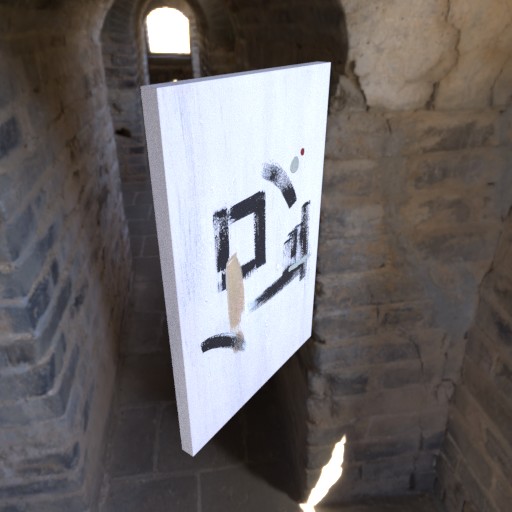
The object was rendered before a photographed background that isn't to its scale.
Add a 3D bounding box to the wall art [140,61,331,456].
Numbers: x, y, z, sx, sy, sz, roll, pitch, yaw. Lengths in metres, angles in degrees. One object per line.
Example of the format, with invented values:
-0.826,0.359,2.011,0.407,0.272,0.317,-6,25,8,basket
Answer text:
0.000,0.000,1.184,0.043,0.914,0.624,19,33,31,wall art
